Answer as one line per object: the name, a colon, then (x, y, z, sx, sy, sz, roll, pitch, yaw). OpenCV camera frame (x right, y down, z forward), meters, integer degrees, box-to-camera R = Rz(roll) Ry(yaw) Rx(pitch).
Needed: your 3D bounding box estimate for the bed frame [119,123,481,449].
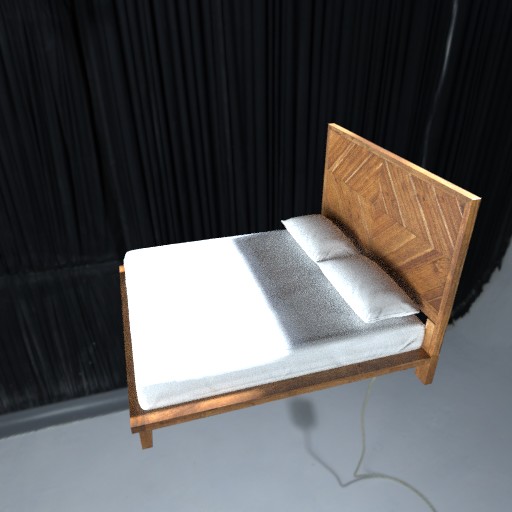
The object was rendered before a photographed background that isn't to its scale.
bed frame: (0.000, 0.000, 3.626, 2.235, 1.537, 2.038, -9, 31, -15)
